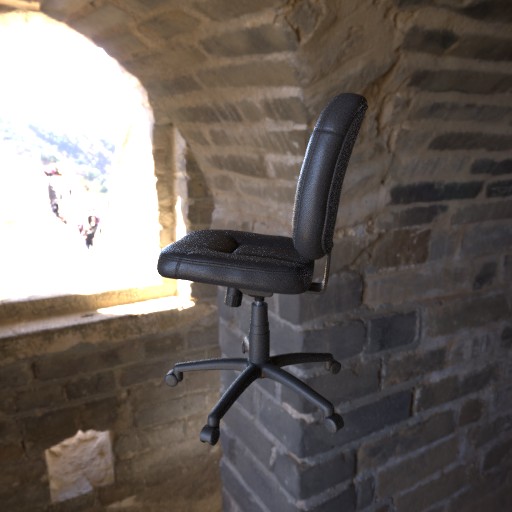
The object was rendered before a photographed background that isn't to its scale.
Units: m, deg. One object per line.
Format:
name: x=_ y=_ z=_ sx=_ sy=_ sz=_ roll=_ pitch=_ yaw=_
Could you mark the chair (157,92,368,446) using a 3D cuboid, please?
chair: x=0.000 y=0.000 z=1.420 sx=0.646 sy=0.959 sz=0.647 roll=2 pitch=13 yaw=9
